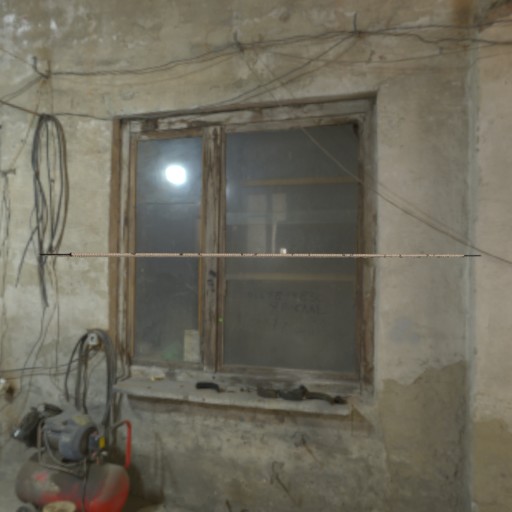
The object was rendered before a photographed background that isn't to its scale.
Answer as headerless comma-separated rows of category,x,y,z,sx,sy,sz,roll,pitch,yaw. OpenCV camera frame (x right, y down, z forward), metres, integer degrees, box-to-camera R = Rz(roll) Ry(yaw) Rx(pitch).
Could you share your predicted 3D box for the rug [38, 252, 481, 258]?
rug,0.000,0.000,3.287,2.755,0.021,1.524,0,0,-18
